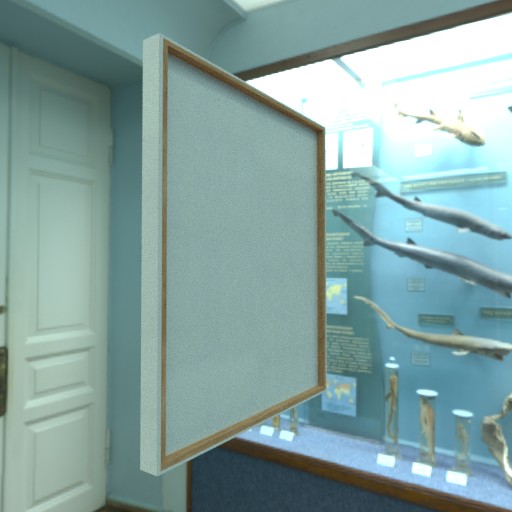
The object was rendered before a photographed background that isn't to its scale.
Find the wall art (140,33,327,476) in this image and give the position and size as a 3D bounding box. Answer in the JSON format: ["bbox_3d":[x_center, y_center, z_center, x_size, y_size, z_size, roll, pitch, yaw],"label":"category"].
[{"bbox_3d":[0.000,0.000,0.821,0.037,0.606,0.508,-1,-2,35],"label":"wall art"}]
